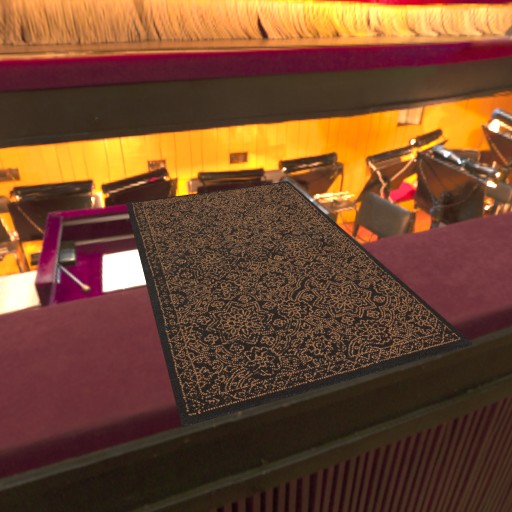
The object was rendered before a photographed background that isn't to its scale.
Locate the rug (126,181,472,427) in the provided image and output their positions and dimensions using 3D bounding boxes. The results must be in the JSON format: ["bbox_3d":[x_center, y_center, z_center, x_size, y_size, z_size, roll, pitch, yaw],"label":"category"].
[{"bbox_3d":[0.000,0.000,3.070,1.526,0.015,2.441,-10,32,-17],"label":"rug"}]
